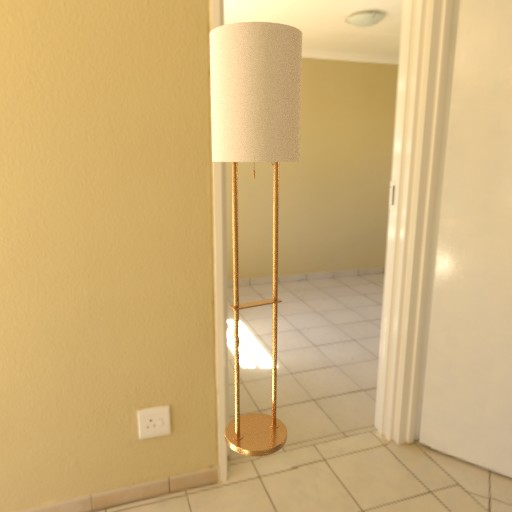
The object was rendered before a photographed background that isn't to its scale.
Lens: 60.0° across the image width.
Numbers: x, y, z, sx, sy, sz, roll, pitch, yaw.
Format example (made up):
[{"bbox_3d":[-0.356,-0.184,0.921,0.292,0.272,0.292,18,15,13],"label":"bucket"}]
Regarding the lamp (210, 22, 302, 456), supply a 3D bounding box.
[{"bbox_3d":[0.000,0.000,1.633,0.306,1.500,0.305,-7,14,-27],"label":"lamp"}]
